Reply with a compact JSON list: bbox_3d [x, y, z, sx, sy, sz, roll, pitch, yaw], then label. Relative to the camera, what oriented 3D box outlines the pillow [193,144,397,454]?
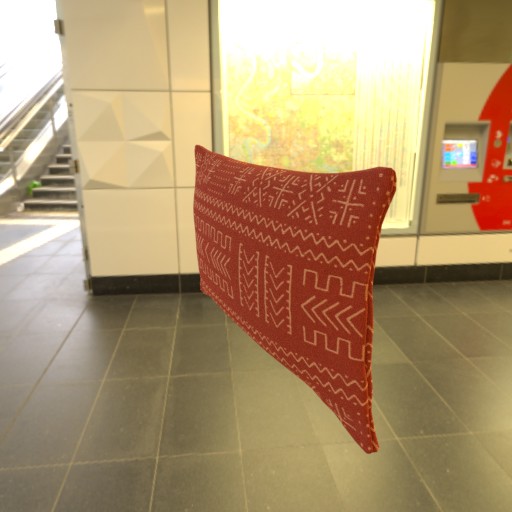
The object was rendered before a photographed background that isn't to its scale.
[{"bbox_3d":[0.000,0.000,0.768,0.130,0.352,0.640,-8,18,-25],"label":"pillow"}]
